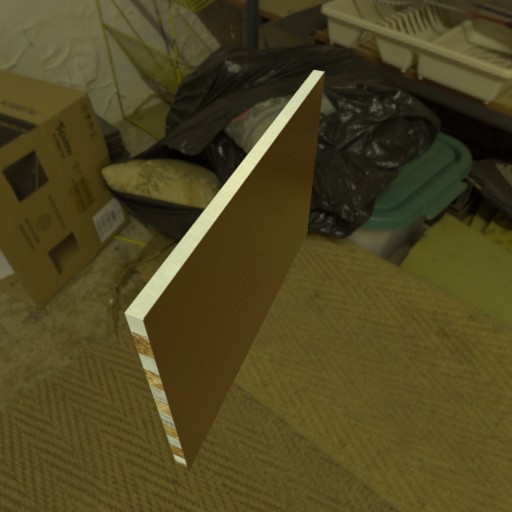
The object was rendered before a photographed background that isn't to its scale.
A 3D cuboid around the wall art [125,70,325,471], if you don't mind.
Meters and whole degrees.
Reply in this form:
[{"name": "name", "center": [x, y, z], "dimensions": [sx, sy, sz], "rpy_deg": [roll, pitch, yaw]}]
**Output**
[{"name": "wall art", "center": [0.000, 0.000, 1.440], "dimensions": [0.041, 0.762, 1.145], "rpy_deg": [17, 48, 16]}]
